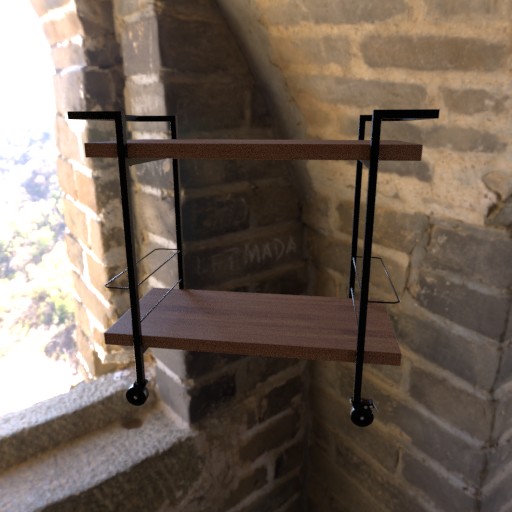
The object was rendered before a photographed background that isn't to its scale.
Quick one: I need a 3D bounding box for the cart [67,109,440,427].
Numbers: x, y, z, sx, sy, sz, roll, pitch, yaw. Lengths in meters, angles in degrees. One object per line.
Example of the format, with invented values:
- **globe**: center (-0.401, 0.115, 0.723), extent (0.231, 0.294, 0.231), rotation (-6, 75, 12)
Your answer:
- **cart**: center (0.000, 0.000, 1.243), extent (0.806, 0.762, 0.406), rotation (2, 16, 8)
